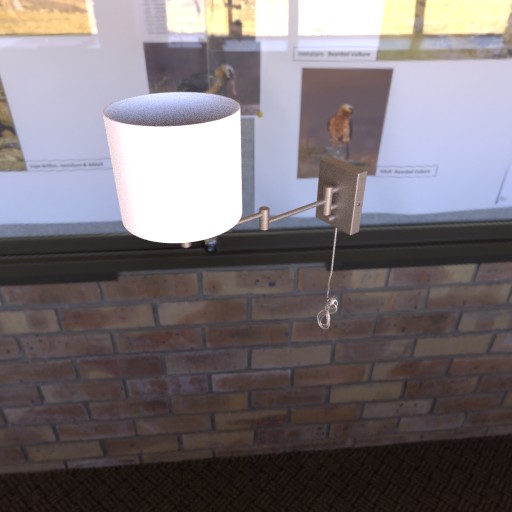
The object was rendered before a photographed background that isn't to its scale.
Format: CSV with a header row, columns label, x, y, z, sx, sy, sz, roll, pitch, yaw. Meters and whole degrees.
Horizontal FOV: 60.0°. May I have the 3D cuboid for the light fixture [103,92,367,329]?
label,x,y,z,sx,sy,sz,roll,pitch,yaw
light fixture,0.000,0.000,0.922,0.516,0.651,0.203,-22,39,-30
